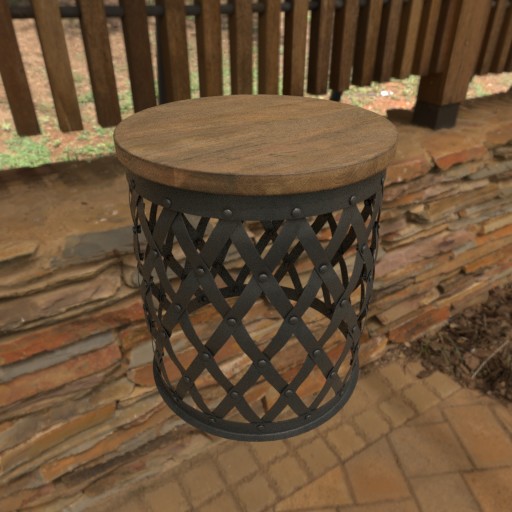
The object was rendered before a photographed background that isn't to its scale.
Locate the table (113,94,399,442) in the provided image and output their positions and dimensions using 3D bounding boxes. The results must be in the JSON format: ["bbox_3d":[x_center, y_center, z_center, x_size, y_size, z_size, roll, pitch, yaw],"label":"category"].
[{"bbox_3d":[0.000,0.000,0.768,0.405,0.454,0.405,0,32,0],"label":"table"}]
